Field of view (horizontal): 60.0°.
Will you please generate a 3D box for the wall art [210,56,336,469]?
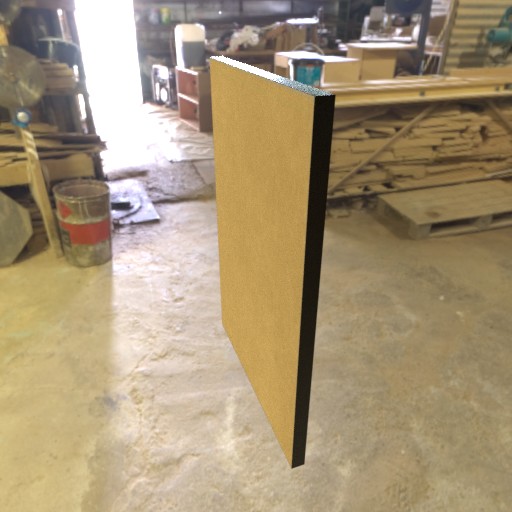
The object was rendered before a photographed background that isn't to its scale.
[{"bbox_3d":[0.000,0.000,0.586,0.019,0.455,0.314,-10,31,-17],"label":"wall art"}]
